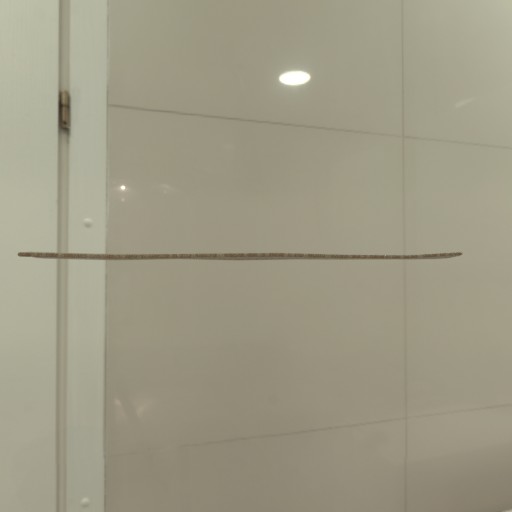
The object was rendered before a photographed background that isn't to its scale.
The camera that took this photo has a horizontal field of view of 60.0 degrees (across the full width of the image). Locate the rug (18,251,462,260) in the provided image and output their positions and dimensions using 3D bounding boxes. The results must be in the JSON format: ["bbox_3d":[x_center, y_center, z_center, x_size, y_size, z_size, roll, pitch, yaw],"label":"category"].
[{"bbox_3d":[0.000,0.000,2.684,2.452,0.051,0.752,0,-1,-19],"label":"rug"}]
